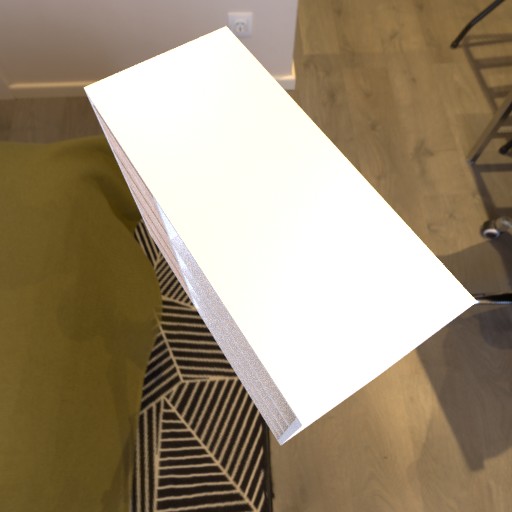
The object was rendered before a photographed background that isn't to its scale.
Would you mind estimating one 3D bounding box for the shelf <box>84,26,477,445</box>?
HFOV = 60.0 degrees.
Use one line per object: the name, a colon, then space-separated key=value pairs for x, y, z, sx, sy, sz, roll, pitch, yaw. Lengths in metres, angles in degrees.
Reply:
shelf: x=0.000 y=0.000 z=1.267 sx=0.396 sy=0.732 sz=0.895 roll=-30 pitch=68 yaw=-14
